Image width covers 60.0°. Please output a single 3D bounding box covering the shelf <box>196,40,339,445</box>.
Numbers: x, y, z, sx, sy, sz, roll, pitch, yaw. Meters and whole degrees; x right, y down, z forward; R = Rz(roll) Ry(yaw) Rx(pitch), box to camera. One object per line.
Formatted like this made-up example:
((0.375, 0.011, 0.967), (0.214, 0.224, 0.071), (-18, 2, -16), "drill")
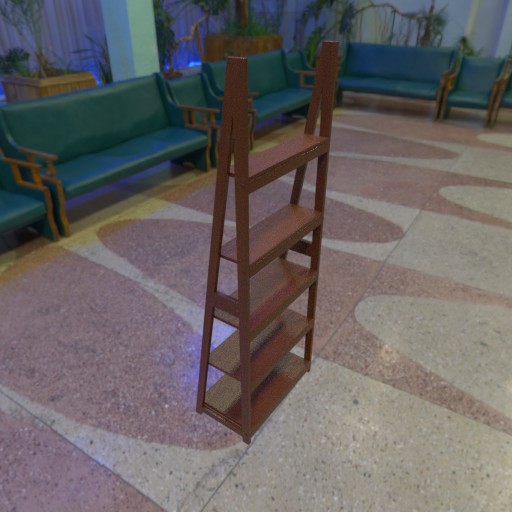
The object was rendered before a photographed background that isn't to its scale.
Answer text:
((0.000, 0.000, 2.066), (0.356, 1.780, 0.630), (20, 36, 30), "shelf")
